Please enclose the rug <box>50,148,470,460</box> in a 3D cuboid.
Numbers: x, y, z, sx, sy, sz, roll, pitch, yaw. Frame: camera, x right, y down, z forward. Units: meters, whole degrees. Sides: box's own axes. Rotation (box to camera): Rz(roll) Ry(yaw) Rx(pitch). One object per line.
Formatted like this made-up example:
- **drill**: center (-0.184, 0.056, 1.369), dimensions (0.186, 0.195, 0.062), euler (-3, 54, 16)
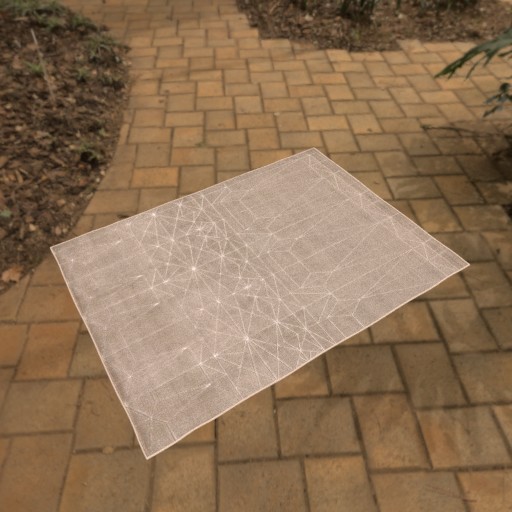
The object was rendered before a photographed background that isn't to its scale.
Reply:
- **rug**: center (0.000, 0.000, 4.359), dimensions (3.357, 0.019, 2.449), euler (-25, 51, -22)
